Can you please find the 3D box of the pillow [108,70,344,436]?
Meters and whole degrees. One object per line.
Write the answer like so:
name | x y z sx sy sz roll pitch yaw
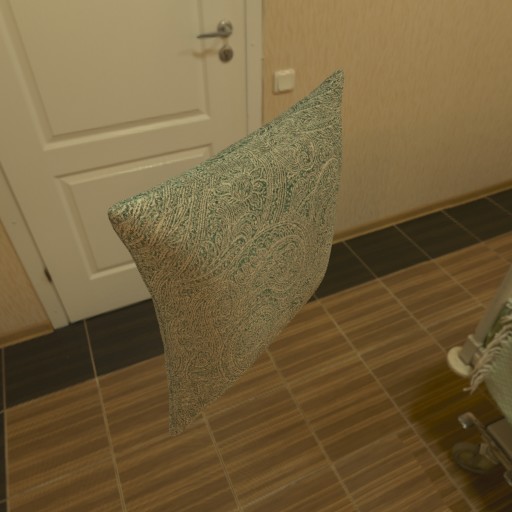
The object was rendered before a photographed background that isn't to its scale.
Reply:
pillow | 0.000 0.000 0.798 0.166 0.507 0.526 27 49 26
